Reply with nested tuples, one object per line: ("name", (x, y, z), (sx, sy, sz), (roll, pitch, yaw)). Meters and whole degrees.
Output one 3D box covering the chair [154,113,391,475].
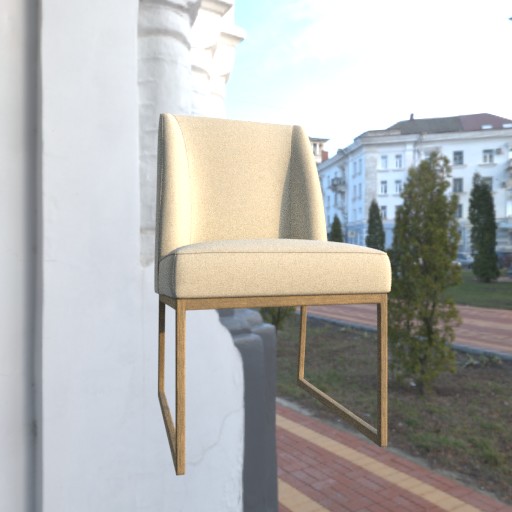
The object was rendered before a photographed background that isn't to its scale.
("chair", (0.000, 0.000, 1.175), (0.508, 0.863, 0.522), (0, 0, -16))
